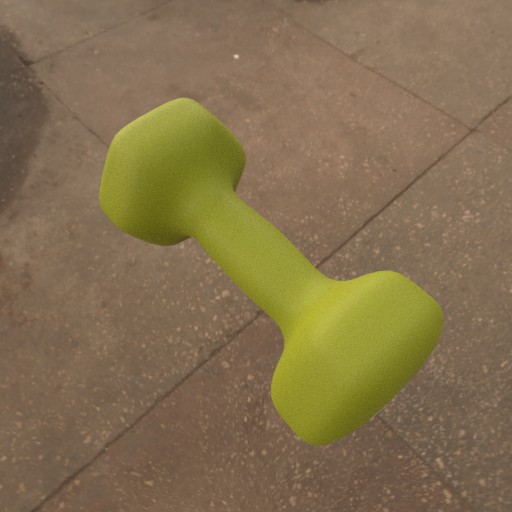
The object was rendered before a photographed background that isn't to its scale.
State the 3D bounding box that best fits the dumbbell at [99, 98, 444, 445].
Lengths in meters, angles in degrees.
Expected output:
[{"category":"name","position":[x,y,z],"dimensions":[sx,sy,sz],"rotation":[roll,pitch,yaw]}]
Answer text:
[{"category":"dumbbell","position":[0.000,0.000,0.202],"dimensions":[0.080,0.072,0.164],"rotation":[-36,65,-20]}]
